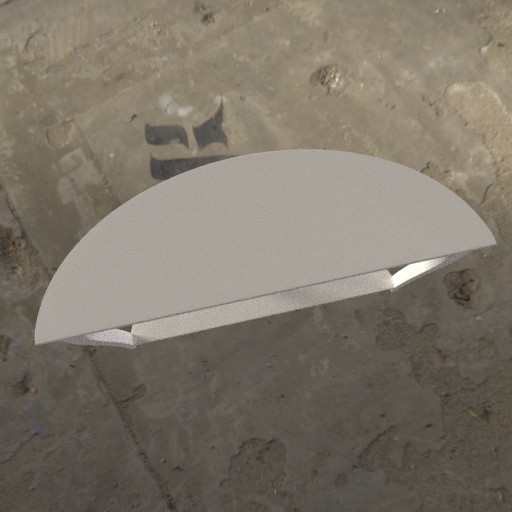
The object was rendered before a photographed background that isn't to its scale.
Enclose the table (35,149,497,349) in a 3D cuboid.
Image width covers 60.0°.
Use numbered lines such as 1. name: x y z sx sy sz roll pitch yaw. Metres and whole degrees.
1. table: 0.000 0.000 1.566 1.219 0.780 0.394 -12 77 -3
